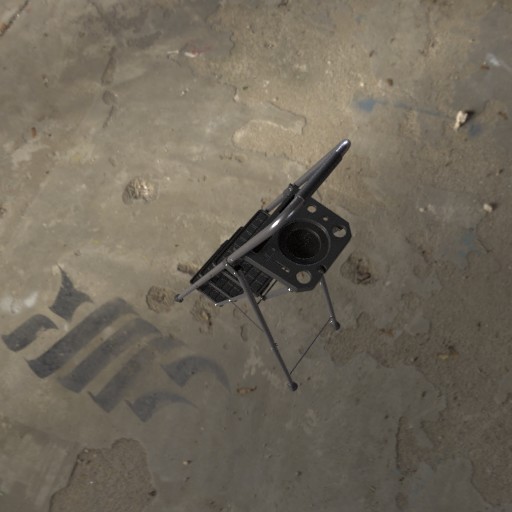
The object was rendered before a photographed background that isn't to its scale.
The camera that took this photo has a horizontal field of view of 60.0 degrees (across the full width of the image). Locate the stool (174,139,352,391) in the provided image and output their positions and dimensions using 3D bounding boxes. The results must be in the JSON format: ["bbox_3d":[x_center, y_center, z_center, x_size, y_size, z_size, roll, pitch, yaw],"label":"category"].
[{"bbox_3d":[0.000,0.000,1.572,0.733,1.277,0.396,35,70,15],"label":"stool"}]
